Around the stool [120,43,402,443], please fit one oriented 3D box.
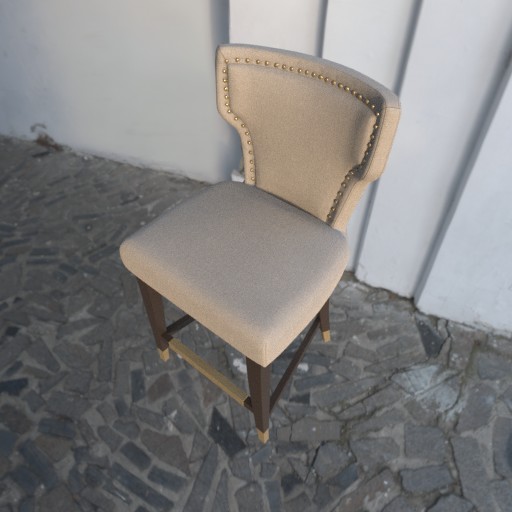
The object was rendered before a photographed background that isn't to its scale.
[{"bbox_3d":[0.000,0.000,1.291,0.527,0.982,0.563,31,53,26],"label":"stool"}]
